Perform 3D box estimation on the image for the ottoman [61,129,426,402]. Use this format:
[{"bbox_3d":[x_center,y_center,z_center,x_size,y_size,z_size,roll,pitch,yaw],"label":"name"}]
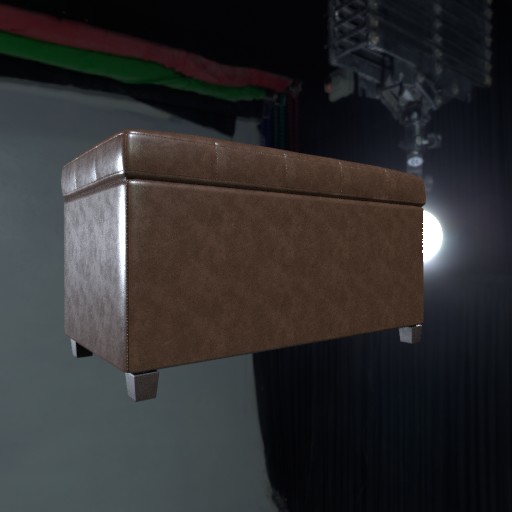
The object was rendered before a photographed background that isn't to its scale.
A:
[{"bbox_3d":[0.000,0.000,1.123,0.838,0.470,0.432,-1,1,-36],"label":"ottoman"}]
